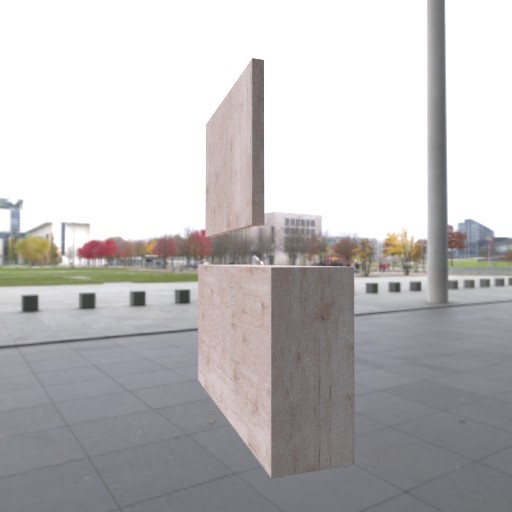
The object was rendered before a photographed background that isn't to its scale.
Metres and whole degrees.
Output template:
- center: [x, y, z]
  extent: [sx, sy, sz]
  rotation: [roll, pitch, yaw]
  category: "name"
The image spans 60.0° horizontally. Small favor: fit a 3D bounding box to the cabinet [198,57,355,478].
- center: [0.000, 0.000, 2.828]
  extent: [0.420, 1.981, 1.700]
  rotation: [0, -1, -18]
  category: "cabinet"
